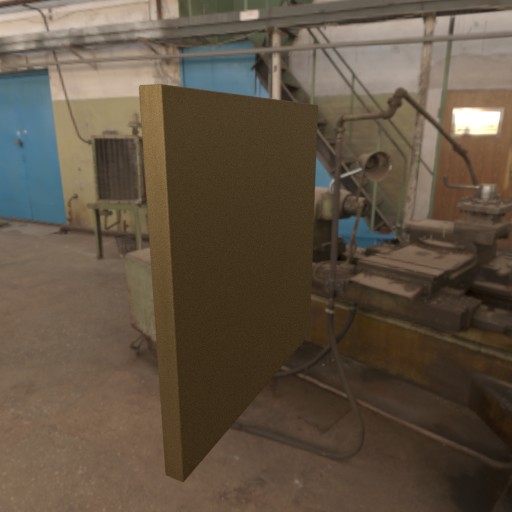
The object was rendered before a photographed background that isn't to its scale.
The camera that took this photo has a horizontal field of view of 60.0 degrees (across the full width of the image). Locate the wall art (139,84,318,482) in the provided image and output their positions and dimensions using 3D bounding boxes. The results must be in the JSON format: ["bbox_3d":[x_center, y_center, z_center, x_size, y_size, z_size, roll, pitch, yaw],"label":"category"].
[{"bbox_3d":[0.000,0.000,0.753,0.031,0.506,0.503,8,18,25],"label":"wall art"}]
